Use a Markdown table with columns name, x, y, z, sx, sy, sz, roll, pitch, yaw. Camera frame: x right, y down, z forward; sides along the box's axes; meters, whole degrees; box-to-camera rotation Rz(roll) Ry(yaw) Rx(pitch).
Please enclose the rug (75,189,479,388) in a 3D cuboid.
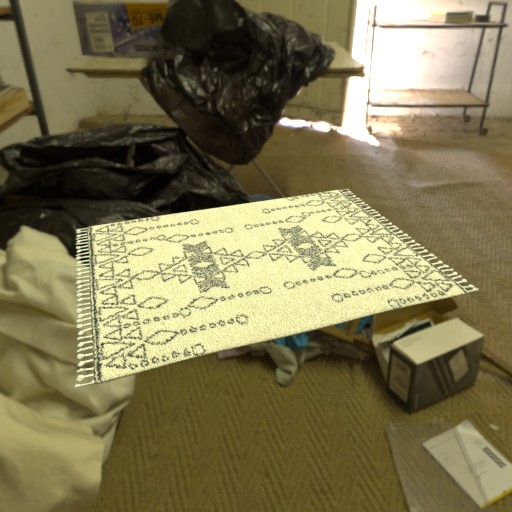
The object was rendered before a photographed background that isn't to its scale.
| name | x | y | z | sx | sy | sz | roll | pitch | yaw |
| --- | --- | --- | --- | --- | --- | --- | --- | --- | --- |
| rug | 0.000 | 0.000 | 3.914 | 3.027 | 0.028 | 2.125 | -10 | 33 | -16 |
